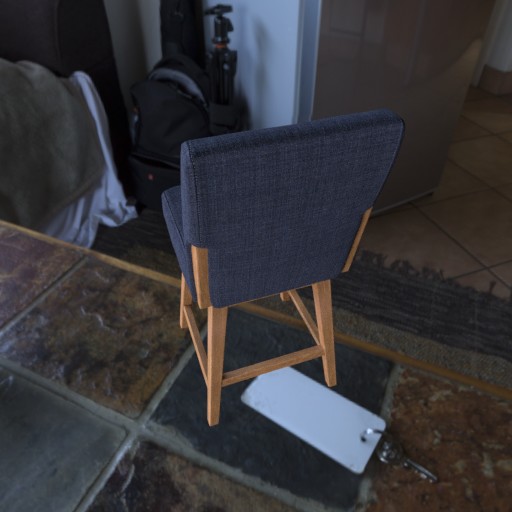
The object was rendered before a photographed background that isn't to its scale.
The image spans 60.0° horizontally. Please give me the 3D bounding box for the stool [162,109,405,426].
[{"bbox_3d":[0.000,0.000,1.293,0.459,1.010,0.526,-13,44,-14],"label":"stool"}]
